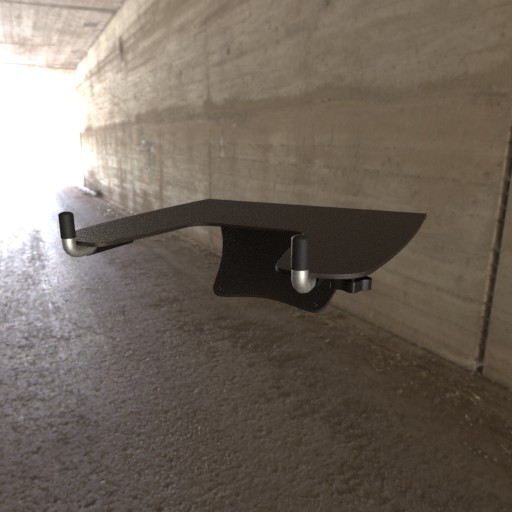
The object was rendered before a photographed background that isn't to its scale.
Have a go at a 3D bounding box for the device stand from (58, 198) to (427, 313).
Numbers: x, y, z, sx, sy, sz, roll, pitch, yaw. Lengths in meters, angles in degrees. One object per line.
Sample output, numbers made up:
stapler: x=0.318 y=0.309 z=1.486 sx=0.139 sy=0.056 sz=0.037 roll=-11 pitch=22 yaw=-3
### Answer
device stand: x=0.000 y=0.000 z=0.351 sx=0.230 sy=0.092 sz=0.230 roll=7 pitch=16 yaw=25
